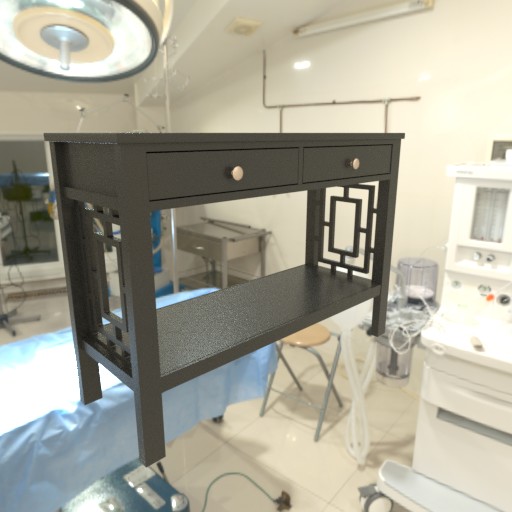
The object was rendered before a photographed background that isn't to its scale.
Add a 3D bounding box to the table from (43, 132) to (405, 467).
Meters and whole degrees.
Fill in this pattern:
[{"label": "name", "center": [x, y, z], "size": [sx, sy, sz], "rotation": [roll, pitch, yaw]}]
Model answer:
[{"label": "table", "center": [0.000, 0.000, 1.407], "size": [1.068, 0.753, 0.397], "rotation": [-14, 21, -42]}]
